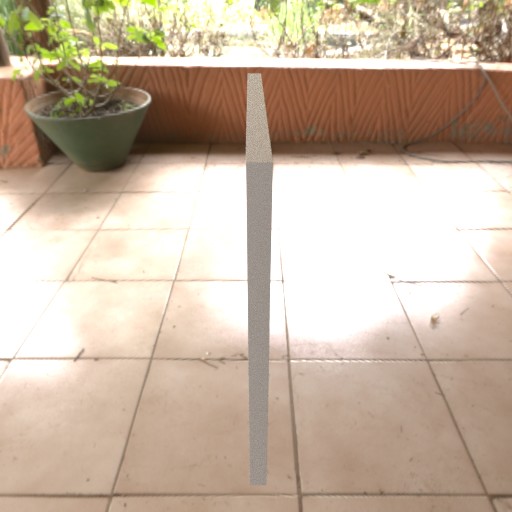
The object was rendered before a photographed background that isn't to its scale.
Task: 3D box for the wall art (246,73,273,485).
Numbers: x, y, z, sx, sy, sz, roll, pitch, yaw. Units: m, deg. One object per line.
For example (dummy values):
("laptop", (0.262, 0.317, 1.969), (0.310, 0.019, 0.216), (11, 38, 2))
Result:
("wall art", (0.000, 0.000, 1.140), (0.038, 0.762, 0.762), (0, 31, -1))
